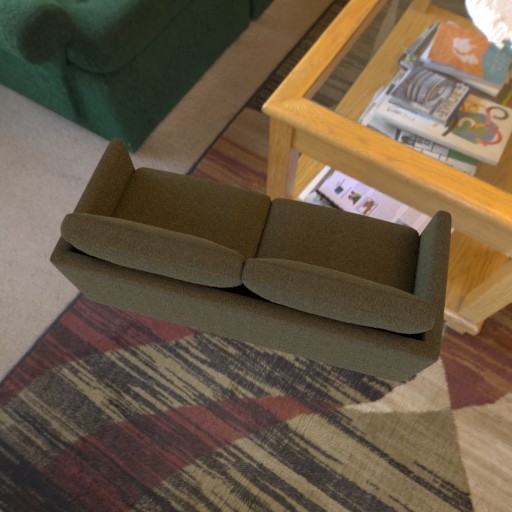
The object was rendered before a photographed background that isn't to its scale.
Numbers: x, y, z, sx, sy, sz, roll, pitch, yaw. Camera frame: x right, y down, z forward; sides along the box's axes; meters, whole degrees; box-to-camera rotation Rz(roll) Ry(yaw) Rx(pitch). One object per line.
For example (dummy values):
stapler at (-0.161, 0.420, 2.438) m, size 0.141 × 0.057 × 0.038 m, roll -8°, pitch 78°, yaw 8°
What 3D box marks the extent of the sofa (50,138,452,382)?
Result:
sofa at (0.000, 0.000, 2.812) m, size 2.208 × 0.965 × 0.948 m, roll 14°, pitch 65°, yaw 6°
